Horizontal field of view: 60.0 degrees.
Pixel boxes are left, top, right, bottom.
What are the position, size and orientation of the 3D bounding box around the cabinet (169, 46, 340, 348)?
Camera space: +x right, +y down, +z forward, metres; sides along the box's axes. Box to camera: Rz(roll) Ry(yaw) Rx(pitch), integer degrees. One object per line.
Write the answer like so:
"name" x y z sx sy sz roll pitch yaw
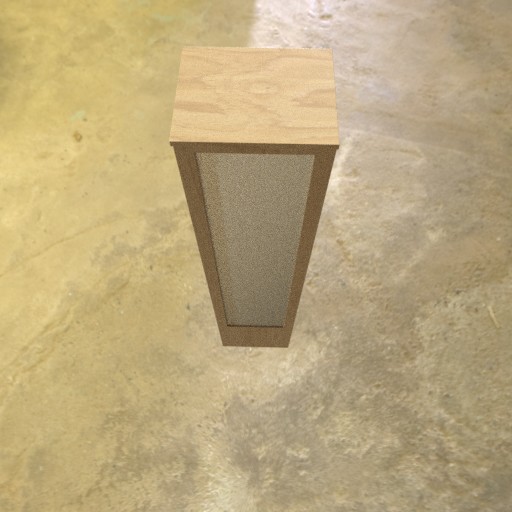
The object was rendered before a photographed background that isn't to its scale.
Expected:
"cabinet" 0.000 0.000 1.981 0.411 1.879 0.338 1 63 1
